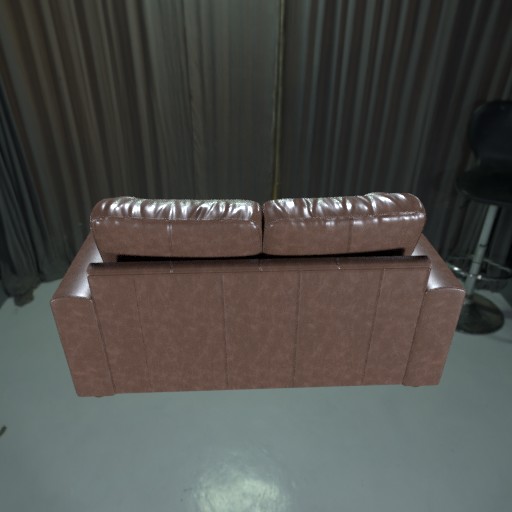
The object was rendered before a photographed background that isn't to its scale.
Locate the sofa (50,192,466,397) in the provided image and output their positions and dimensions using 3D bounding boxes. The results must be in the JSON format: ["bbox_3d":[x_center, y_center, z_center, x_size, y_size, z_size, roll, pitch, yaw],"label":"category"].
[{"bbox_3d":[0.000,0.000,2.192,1.616,0.873,1.016,-1,31,-2],"label":"sofa"}]
